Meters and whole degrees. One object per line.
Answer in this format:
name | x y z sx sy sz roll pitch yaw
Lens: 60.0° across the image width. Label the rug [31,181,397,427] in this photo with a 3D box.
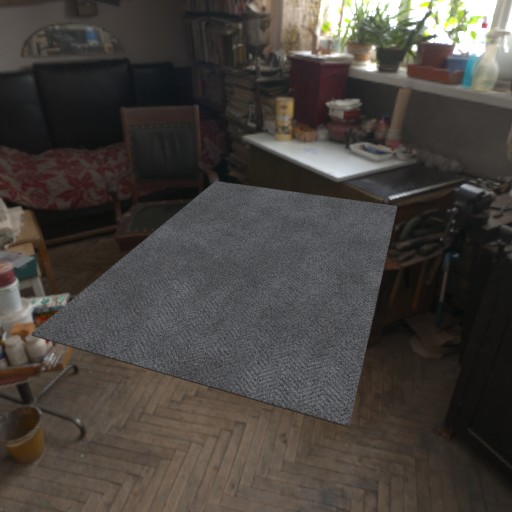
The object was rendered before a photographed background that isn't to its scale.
rug | 0.000 0.000 2.895 1.600 0.008 2.235 11 32 17
